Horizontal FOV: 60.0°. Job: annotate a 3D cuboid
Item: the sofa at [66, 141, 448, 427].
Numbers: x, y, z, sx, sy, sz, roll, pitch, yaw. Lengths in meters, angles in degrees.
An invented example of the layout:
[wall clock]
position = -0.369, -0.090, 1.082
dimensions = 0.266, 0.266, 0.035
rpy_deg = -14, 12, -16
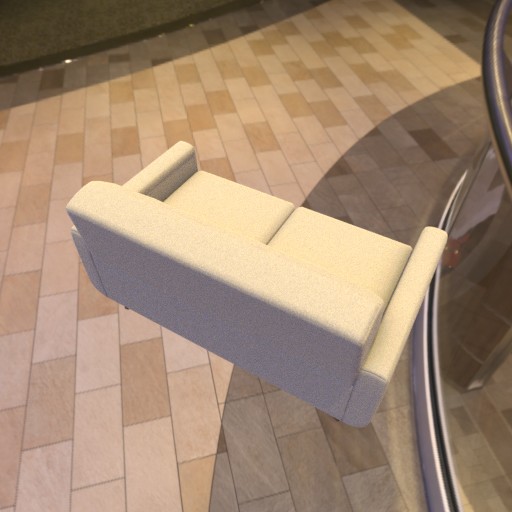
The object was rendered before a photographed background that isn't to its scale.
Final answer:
[sofa]
position = 0.000, 0.000, 2.295
dimensions = 1.655, 0.892, 0.980
rpy_deg = 23, 51, 20
